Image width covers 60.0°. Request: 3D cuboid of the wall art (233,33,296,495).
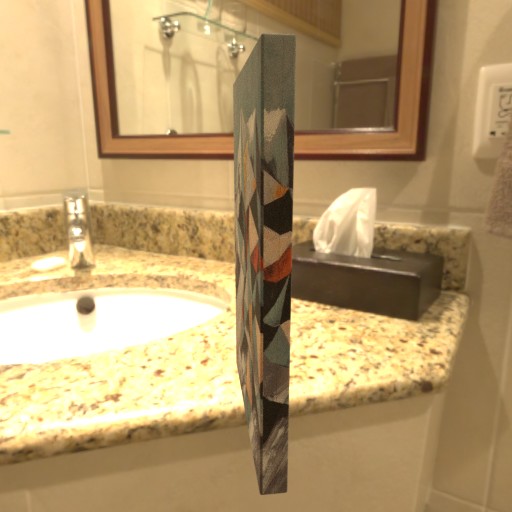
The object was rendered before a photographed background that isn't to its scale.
[{"bbox_3d":[0.000,0.000,1.139,0.061,0.911,0.609,-2,14,-7],"label":"wall art"}]
